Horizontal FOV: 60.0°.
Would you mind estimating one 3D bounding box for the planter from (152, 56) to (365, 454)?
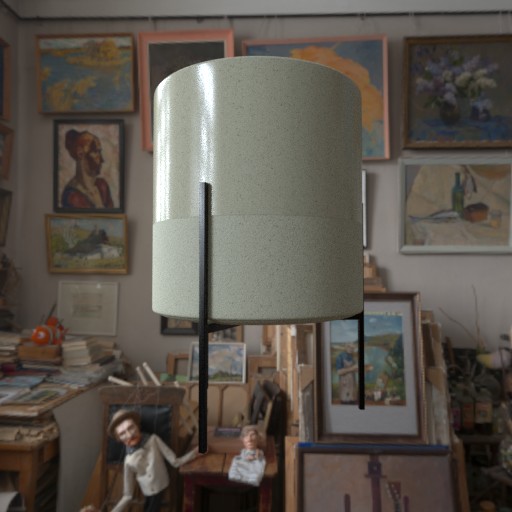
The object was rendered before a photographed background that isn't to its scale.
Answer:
[{"bbox_3d":[0.000,0.000,0.685,0.314,0.475,0.323,1,-2,-36],"label":"planter"}]
